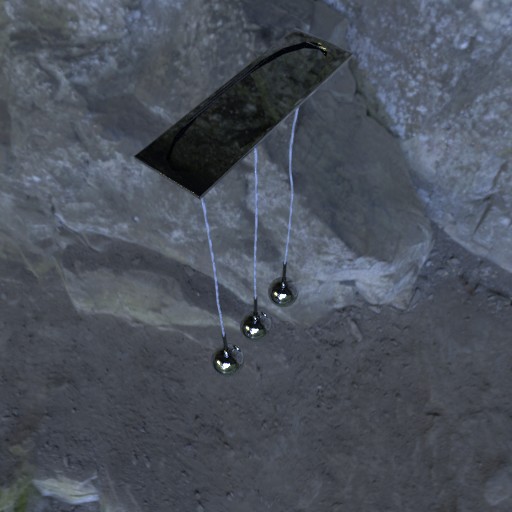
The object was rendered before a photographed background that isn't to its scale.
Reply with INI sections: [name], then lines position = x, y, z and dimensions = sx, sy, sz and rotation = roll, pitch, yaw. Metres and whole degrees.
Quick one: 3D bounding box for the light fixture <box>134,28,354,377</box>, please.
[light fixture]
position = 0.000, 0.000, 1.652
dimensions = 0.188, 1.408, 0.623
rotation = 33, 63, 19
